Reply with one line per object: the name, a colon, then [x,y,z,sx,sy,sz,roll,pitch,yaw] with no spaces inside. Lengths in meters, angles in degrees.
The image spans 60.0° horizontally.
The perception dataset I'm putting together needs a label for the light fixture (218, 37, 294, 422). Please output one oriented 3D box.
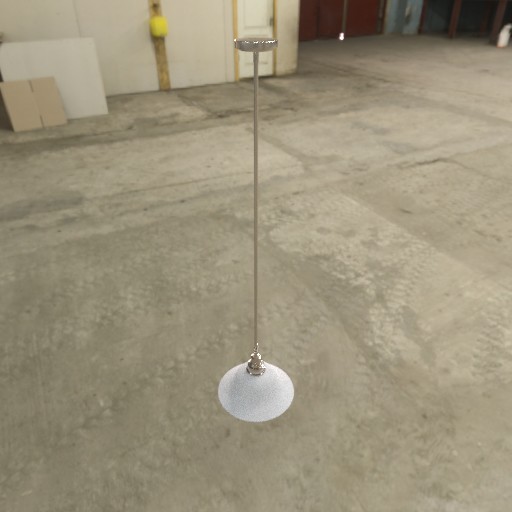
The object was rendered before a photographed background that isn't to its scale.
light fixture: [0.000,0.000,1.534,0.324,1.354,0.324,1,32,1]
